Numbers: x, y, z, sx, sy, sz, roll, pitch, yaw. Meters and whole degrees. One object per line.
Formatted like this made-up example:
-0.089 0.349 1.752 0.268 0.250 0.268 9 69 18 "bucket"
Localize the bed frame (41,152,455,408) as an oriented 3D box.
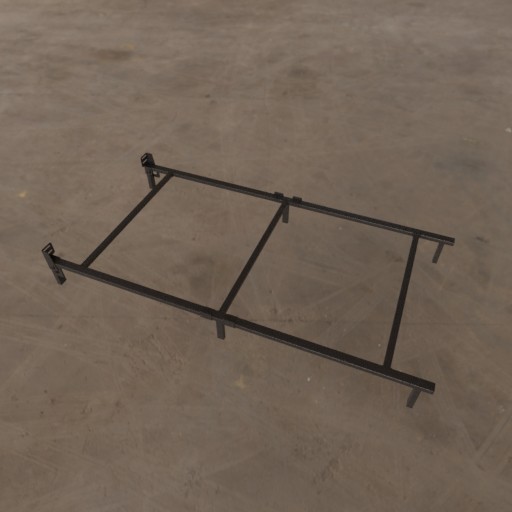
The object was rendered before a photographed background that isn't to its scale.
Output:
0.000 0.000 2.333 1.897 0.248 0.968 16 47 15 "bed frame"
